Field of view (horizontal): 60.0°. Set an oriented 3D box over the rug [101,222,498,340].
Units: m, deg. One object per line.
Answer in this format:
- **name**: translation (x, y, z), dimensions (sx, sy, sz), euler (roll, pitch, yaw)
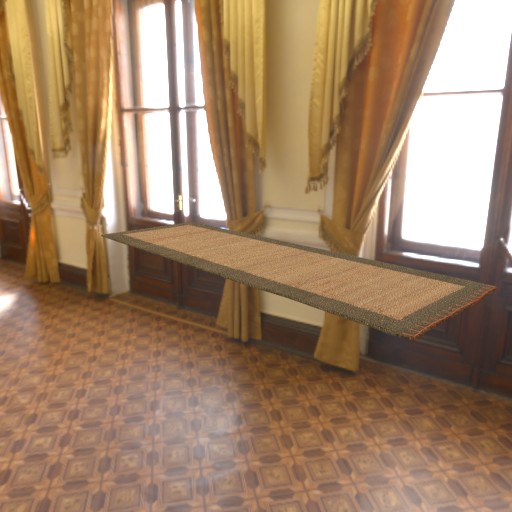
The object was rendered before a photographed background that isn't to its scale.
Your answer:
- **rug**: translation (0.000, 0.000, 2.620), dimensions (0.810, 0.016, 2.413), euler (-13, 19, -42)
